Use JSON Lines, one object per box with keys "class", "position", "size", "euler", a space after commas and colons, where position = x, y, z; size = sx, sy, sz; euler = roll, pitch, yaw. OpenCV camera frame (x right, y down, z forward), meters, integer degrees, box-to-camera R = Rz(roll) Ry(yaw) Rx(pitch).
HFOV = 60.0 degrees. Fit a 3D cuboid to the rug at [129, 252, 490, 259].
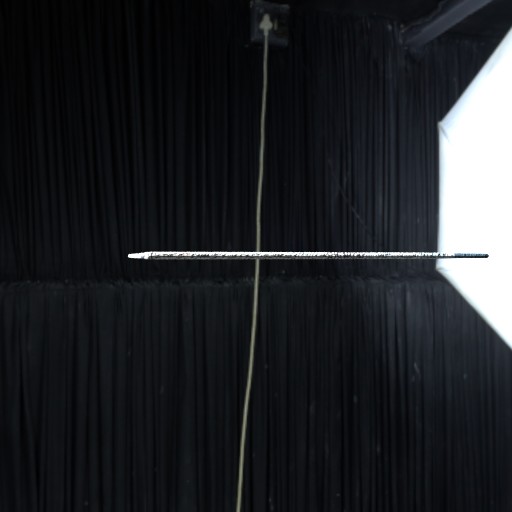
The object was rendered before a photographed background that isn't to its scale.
{"class": "rug", "position": [0.000, 0.000, 2.327], "size": [1.238, 0.020, 1.847], "euler": [0, 0, -18]}
